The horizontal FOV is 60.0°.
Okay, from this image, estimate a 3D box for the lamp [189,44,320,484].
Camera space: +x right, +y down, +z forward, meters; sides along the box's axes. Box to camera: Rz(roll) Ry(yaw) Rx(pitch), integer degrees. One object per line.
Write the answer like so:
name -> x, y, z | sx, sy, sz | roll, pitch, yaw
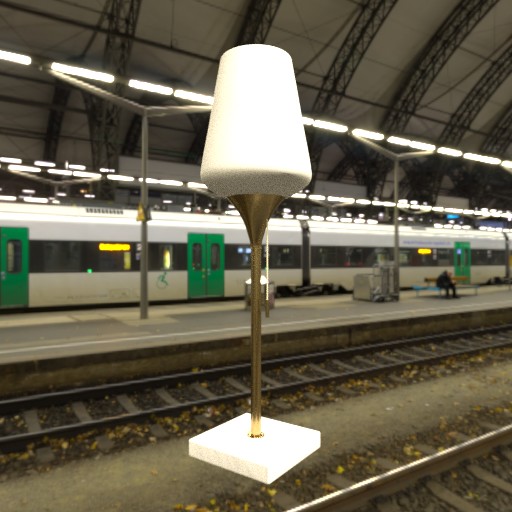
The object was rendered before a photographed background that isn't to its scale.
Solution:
lamp -> 0.000, 0.000, 0.725 | 0.181, 0.639, 0.181 | 0, -1, 36
